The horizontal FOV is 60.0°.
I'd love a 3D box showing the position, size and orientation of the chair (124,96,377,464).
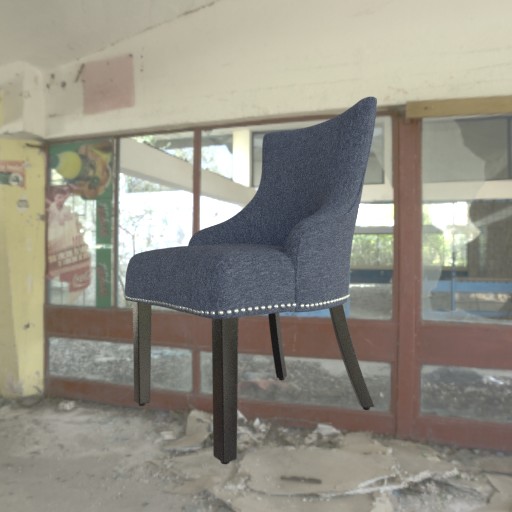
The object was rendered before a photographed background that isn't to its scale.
[{"bbox_3d":[0.000,0.000,1.315,0.629,0.909,0.566,0,0,-37],"label":"chair"}]
